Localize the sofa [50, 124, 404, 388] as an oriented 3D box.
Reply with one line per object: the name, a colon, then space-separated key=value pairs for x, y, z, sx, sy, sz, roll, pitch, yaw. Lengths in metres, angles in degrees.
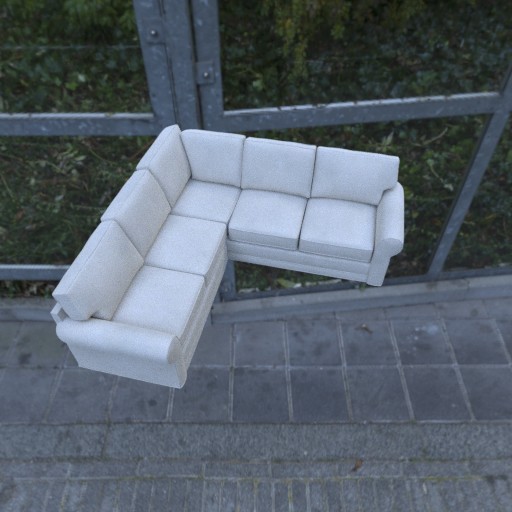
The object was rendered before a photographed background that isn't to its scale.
sofa: x=0.000 y=0.000 z=4.008 sx=2.569 sy=1.054 sz=2.487 roll=9 pitch=47 yaw=9
